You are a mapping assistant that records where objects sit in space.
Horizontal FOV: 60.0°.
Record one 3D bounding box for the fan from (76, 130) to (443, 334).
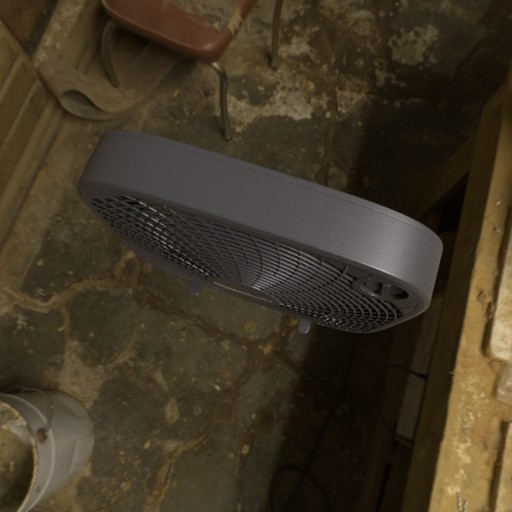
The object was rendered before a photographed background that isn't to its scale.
[{"bbox_3d":[0.000,0.000,0.785,0.526,0.533,0.142,18,75,5],"label":"fan"}]
